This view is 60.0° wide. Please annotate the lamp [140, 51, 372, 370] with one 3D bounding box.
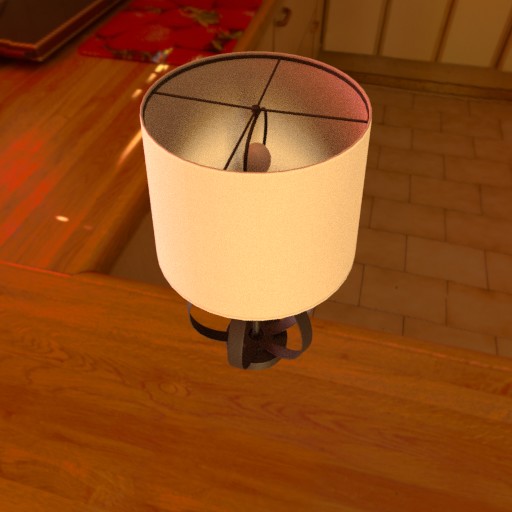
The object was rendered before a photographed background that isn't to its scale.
[{"bbox_3d":[0.000,0.000,0.677,0.286,0.510,0.286,0,48,0],"label":"lamp"}]
